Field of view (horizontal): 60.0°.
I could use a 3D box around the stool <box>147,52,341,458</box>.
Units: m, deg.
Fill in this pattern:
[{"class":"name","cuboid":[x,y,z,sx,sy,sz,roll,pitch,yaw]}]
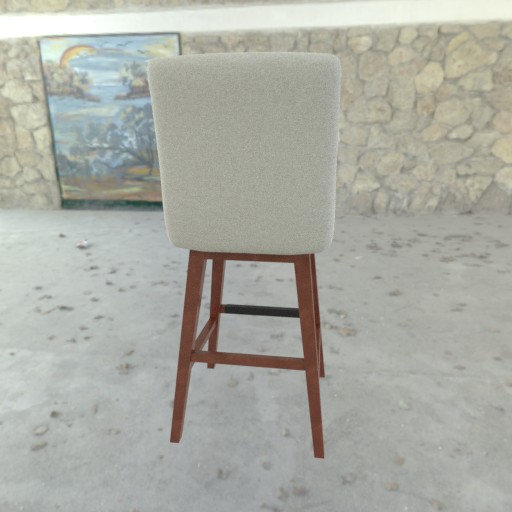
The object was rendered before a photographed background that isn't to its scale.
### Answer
[{"class":"stool","cuboid":[0.000,0.000,1.387,0.470,1.092,0.559,2,16,8]}]
